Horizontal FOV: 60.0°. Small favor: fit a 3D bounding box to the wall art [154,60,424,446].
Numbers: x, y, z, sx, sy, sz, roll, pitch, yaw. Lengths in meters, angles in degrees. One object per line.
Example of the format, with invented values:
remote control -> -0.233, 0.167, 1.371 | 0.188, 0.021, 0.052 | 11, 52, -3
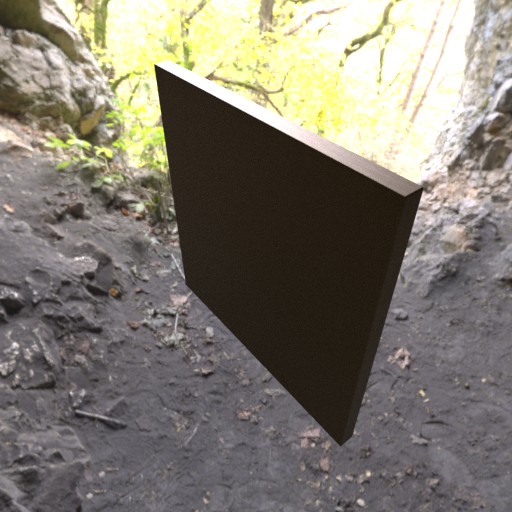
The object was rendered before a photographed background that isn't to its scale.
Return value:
wall art -> 0.000, 0.000, 0.749 | 0.030, 0.506, 0.503 | -27, 48, -28
